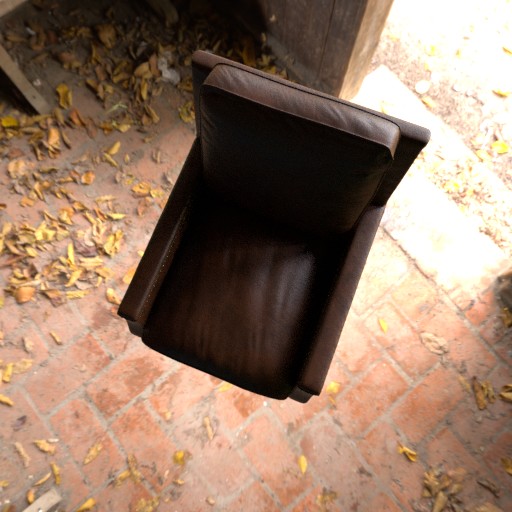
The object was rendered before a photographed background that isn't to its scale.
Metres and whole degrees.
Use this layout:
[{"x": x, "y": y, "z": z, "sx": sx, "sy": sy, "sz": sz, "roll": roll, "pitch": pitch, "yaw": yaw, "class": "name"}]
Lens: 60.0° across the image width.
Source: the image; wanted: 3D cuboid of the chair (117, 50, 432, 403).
[{"x": 0.000, "y": 0.000, "z": 1.820, "sx": 0.854, "sy": 1.054, "sz": 1.035, "roll": 21, "pitch": 78, "yaw": 5, "class": "chair"}]
